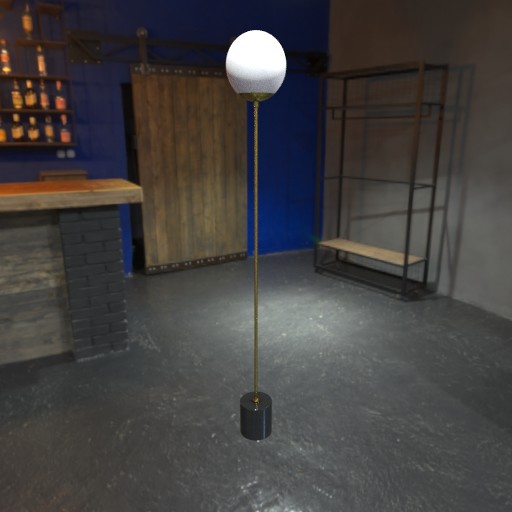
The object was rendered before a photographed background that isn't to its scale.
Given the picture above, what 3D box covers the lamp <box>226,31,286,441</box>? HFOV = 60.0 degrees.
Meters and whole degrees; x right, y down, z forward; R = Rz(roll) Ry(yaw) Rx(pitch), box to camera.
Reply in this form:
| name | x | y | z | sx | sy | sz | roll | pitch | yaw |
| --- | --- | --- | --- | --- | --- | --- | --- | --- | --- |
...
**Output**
| name | x | y | z | sx | sy | sz | roll | pitch | yaw |
| --- | --- | --- | --- | --- | --- | --- | --- | --- | --- |
| lamp | 0.000 | 0.000 | 1.898 | 0.229 | 1.748 | 0.229 | -8 | 18 | -25 |
